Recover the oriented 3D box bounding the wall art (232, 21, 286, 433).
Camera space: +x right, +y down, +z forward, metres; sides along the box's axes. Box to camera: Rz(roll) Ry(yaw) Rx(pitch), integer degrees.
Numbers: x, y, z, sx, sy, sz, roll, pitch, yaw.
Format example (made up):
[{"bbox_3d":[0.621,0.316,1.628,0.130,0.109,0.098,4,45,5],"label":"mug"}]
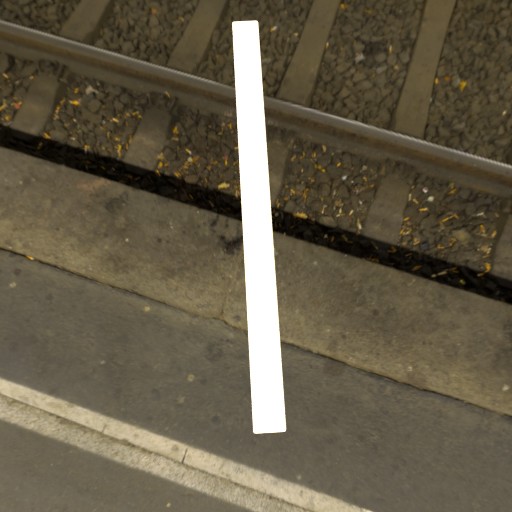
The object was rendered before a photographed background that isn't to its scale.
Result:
[{"bbox_3d":[0.000,0.000,1.597,0.071,1.061,1.061,-3,75,-1],"label":"wall art"}]
